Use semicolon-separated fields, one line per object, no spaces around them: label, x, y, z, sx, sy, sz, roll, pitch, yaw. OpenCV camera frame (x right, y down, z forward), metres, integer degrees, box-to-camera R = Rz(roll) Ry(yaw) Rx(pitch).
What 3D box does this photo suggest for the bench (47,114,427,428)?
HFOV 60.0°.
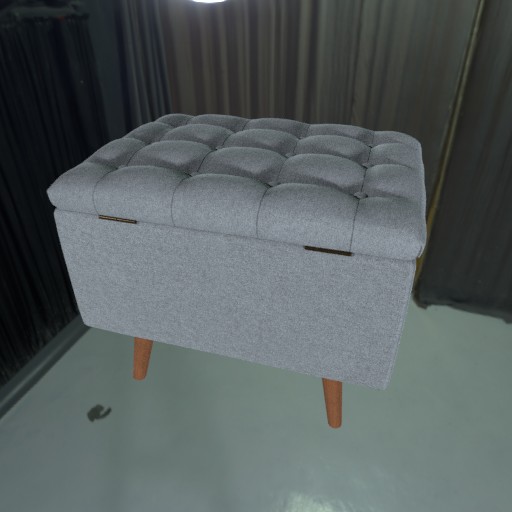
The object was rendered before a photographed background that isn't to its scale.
bench;0.000;0.000;0.892;0.572;0.469;0.417;9;34;14
